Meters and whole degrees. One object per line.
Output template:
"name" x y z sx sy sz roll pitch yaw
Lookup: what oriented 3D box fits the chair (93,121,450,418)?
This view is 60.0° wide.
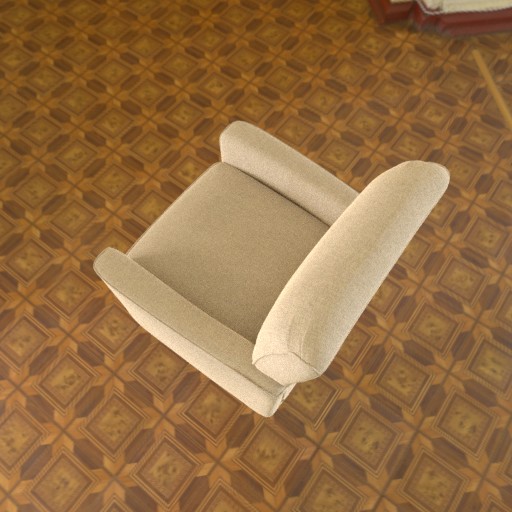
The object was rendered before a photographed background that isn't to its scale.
"chair" 0.000 0.000 1.617 0.859 1.023 0.845 33 68 15
